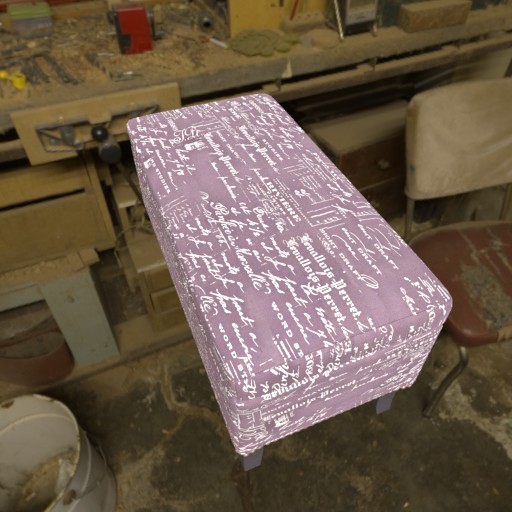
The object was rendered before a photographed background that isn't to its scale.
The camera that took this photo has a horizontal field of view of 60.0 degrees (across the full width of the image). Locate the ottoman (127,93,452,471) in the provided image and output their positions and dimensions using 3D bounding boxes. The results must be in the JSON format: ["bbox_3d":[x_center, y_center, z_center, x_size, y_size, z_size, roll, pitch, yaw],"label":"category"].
[{"bbox_3d":[0.000,0.000,1.078,0.406,0.457,0.813,-17,49,-15],"label":"ottoman"}]
